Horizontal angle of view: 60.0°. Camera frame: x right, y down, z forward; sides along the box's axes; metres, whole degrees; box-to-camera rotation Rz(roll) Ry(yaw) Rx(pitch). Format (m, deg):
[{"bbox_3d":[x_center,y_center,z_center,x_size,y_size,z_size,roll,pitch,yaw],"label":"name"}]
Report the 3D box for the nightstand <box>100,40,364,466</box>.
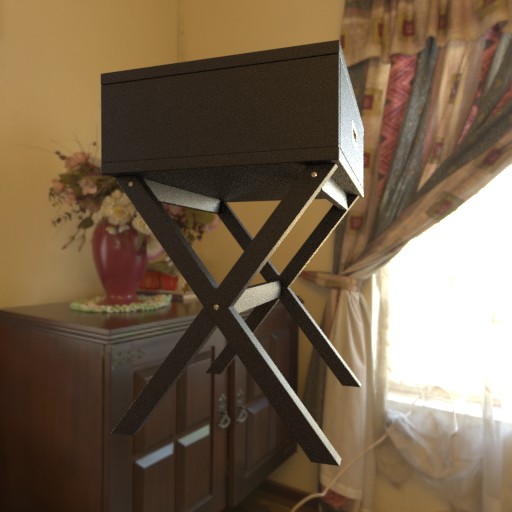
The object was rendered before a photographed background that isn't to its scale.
[{"bbox_3d":[0.000,0.000,0.922,0.402,0.623,0.479,0,1,18],"label":"nightstand"}]
